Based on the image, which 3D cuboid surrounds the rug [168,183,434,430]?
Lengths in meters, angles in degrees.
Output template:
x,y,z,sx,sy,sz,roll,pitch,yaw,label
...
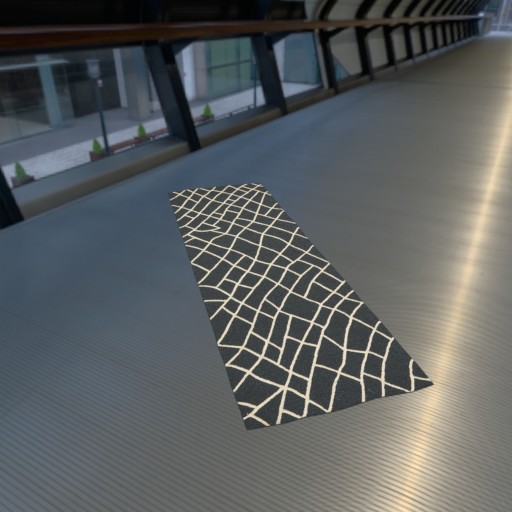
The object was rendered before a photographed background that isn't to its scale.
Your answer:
x,y,z,sx,sy,sz,roll,pitch,yaw,label
0.000,0.000,2.734,0.807,0.010,2.476,-8,31,-14,rug
